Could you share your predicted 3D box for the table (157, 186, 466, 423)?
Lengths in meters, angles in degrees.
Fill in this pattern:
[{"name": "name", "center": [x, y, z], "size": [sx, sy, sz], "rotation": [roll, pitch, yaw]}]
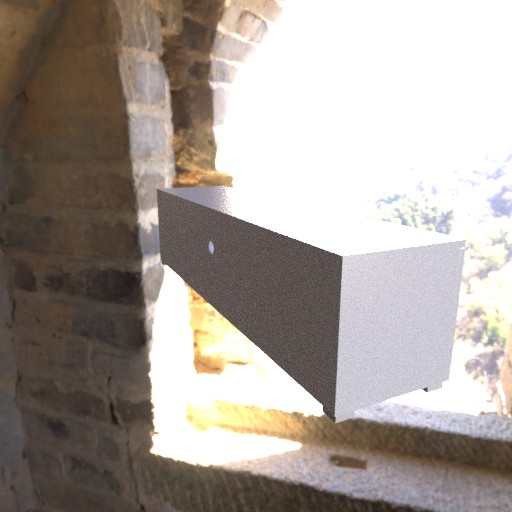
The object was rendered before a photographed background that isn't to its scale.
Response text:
[{"name": "table", "center": [0.000, 0.000, 1.820], "size": [0.390, 0.420, 1.650], "rotation": [-7, 16, -25]}]
